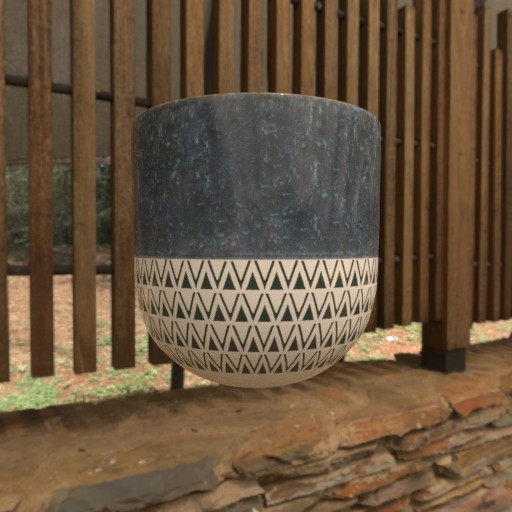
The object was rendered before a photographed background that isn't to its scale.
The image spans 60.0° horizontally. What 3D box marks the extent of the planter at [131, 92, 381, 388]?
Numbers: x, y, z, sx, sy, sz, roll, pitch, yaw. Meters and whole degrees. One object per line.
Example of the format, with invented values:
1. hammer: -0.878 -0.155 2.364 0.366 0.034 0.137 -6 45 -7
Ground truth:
1. planter: 0.000 0.000 0.492 0.266 0.270 0.266 0 1 0
